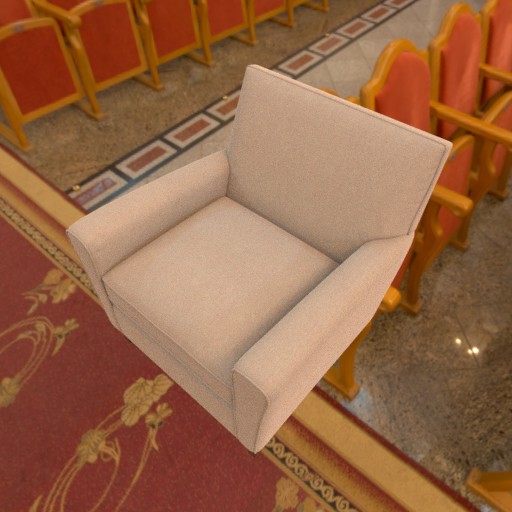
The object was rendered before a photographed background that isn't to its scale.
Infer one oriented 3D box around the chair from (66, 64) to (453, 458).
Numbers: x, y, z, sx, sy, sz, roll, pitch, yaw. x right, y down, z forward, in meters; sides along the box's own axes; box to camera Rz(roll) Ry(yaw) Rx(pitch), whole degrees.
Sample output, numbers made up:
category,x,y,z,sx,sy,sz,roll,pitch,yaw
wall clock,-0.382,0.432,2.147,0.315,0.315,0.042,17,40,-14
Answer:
category,x,y,z,sx,sy,sz,roll,pitch,yaw
chair,0.000,0.000,1.536,0.840,0.846,0.871,33,56,26
